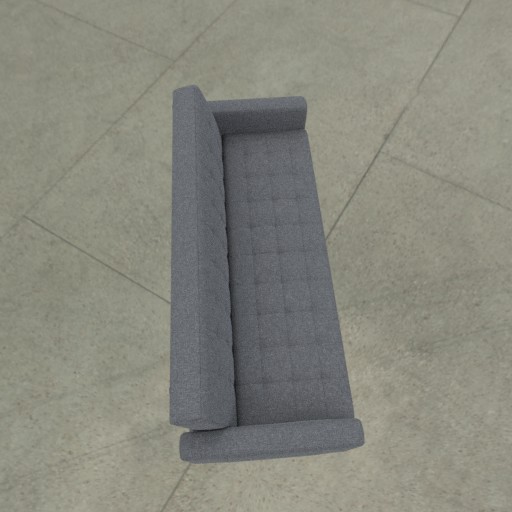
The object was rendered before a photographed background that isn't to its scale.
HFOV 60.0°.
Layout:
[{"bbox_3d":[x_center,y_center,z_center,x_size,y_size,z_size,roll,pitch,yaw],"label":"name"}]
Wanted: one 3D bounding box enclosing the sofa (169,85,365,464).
[{"bbox_3d":[0.000,0.000,2.454,0.810,0.850,2.040,-4,63,-2],"label":"sofa"}]
